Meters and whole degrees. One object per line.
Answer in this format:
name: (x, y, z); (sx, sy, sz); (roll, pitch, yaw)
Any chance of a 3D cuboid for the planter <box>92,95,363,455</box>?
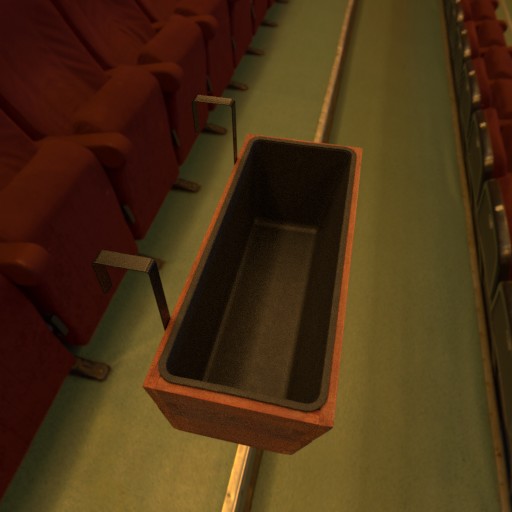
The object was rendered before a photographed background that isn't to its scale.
planter: (0.000, 0.000, 0.639); (0.262, 0.289, 0.480); (9, 49, 8)
